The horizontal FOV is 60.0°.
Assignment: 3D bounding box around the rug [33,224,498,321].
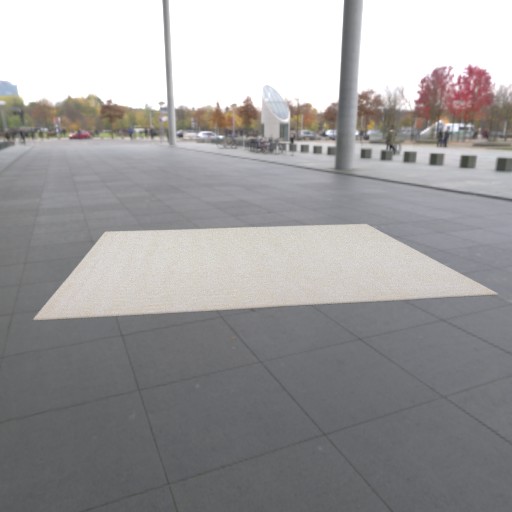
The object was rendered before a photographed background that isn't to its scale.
[{"bbox_3d":[0.000,0.000,4.009,3.055,0.021,2.410,-2,16,-8],"label":"rug"}]
